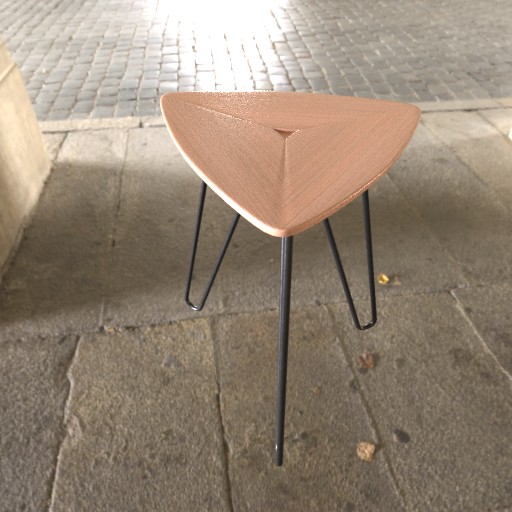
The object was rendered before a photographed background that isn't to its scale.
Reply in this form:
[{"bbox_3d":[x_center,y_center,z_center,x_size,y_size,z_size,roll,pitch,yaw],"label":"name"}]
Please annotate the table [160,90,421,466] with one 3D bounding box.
[{"bbox_3d":[0.000,0.000,0.889,0.455,0.564,0.442,25,47,26],"label":"table"}]
